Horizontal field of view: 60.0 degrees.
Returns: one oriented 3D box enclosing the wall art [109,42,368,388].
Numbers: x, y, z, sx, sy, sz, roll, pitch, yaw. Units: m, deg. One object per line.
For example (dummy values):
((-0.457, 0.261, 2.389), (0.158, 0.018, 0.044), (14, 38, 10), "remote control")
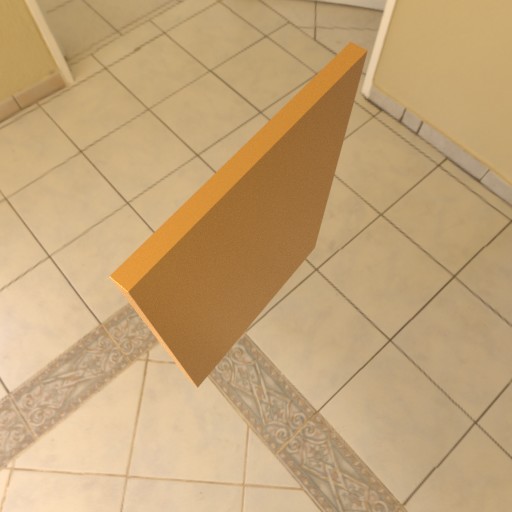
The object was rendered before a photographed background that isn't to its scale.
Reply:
((0.000, 0.000, 1.085), (0.038, 0.812, 0.610), (36, 70, 16), "wall art")
